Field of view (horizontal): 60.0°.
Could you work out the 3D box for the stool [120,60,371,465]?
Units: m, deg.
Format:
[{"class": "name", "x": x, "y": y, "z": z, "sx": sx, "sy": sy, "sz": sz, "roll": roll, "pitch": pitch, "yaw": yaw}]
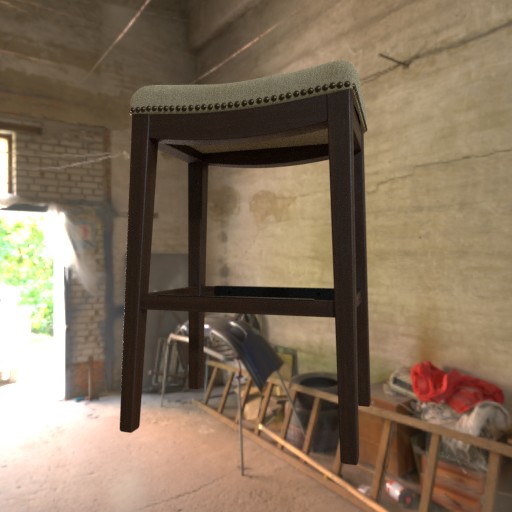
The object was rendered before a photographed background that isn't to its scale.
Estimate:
[{"class": "stool", "x": 0.000, "y": 0.000, "z": 1.059, "sx": 0.509, "sy": 0.768, "sz": 0.363, "roll": 0, "pitch": 0, "yaw": 18}]
